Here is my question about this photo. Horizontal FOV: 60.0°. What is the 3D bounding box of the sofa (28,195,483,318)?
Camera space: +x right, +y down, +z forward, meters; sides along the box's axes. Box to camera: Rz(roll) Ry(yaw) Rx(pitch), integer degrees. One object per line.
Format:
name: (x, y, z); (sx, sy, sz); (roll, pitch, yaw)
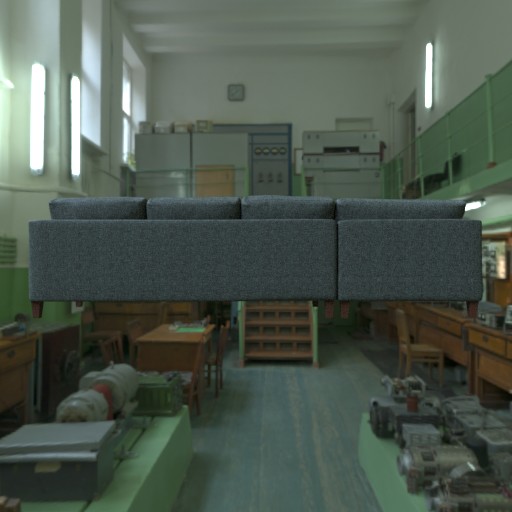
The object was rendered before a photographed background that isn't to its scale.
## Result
sofa: (0.000, 0.000, 4.143); (3.485, 0.960, 1.635); (0, 0, 0)
